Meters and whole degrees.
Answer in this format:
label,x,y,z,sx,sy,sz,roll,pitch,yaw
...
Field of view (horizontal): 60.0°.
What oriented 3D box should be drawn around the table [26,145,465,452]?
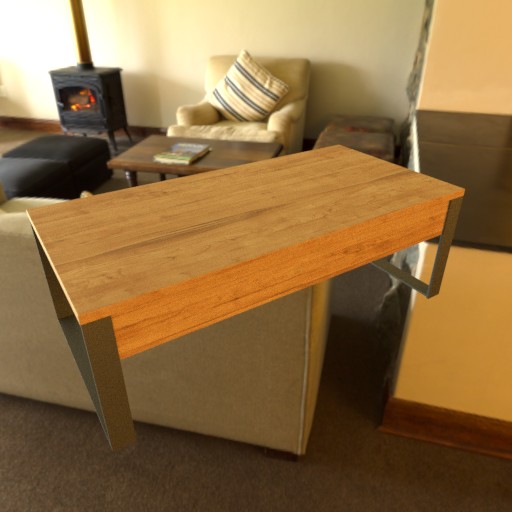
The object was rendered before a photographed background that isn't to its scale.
label,x,y,z,sx,sy,sz,roll,pitch,yaw
table,0.000,0.000,1.424,1.180,0.400,0.590,-18,35,-28
